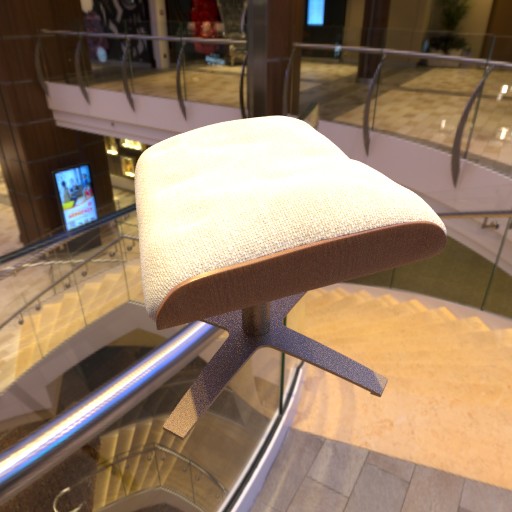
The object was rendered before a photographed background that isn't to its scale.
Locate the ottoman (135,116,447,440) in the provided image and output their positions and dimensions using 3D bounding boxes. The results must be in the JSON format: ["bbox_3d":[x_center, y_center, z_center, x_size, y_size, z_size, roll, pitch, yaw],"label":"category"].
[{"bbox_3d":[0.000,0.000,0.789,0.394,0.391,0.520,-8,31,-13],"label":"ottoman"}]
